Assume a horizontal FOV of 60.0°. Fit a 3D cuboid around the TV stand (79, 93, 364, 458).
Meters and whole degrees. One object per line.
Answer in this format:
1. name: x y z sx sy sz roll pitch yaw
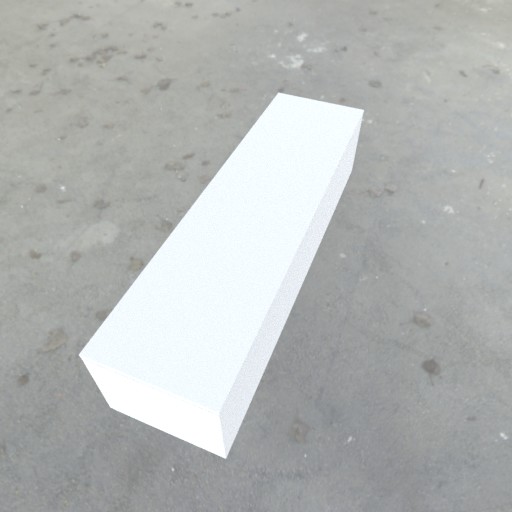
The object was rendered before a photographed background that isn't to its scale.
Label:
1. TV stand: 0.000 0.000 1.681 0.401 0.560 1.398 17 50 15
